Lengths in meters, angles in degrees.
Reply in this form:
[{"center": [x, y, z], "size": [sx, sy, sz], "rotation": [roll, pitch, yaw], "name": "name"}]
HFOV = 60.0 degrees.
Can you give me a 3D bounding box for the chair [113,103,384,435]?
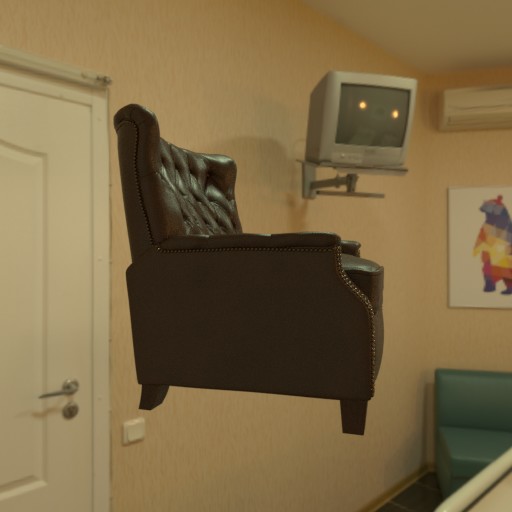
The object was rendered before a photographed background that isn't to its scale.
[{"center": [0.000, 0.000, 1.485], "size": [0.823, 0.864, 0.709], "rotation": [0, 0, 18], "name": "chair"}]
